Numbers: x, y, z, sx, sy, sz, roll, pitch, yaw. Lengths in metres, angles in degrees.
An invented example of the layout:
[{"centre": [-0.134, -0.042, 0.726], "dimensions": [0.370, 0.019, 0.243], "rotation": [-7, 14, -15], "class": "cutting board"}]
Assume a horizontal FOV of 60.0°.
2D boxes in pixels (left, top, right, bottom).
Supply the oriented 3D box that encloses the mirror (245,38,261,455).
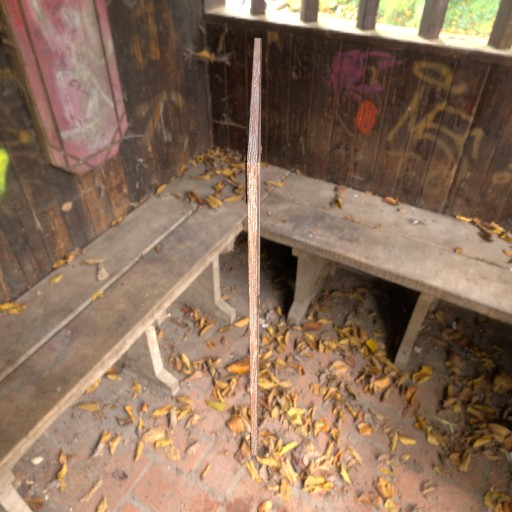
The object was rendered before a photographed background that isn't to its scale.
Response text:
[{"centre": [0.000, 0.000, 1.293], "dimensions": [0.025, 0.996, 0.705], "rotation": [1, 41, 1], "class": "mirror"}]
